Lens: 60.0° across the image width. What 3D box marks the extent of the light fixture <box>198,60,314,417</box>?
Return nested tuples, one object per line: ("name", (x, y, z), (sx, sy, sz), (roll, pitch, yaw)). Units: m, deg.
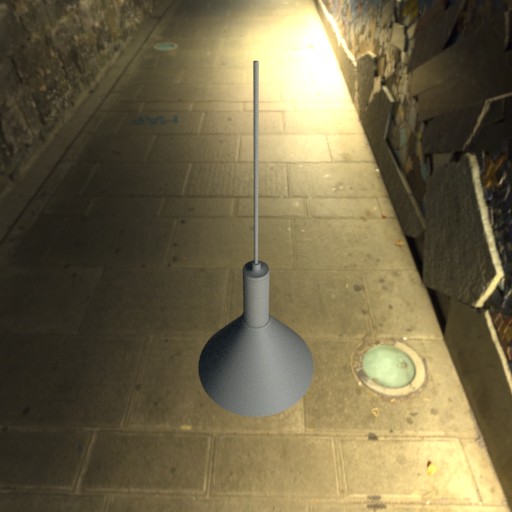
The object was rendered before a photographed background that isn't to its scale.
("light fixture", (0.000, 0.000, 0.810), (0.267, 0.683, 0.267), (11, 42, 12))
